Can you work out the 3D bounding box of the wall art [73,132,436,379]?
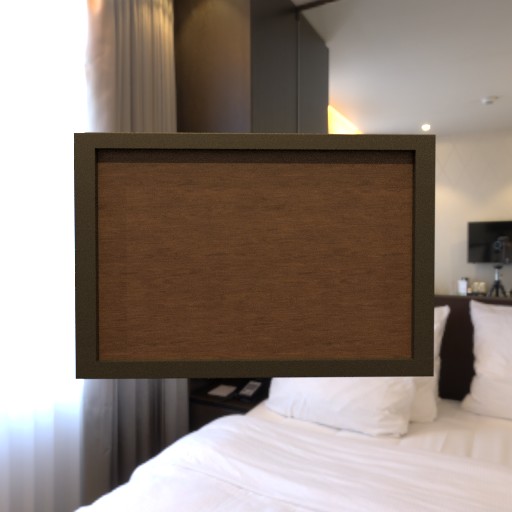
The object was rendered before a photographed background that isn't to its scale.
[{"bbox_3d":[0.000,0.000,0.849,0.671,0.456,0.051,0,1,-1],"label":"wall art"}]
